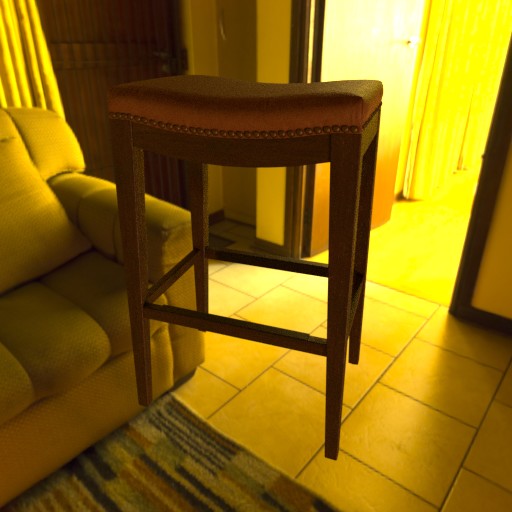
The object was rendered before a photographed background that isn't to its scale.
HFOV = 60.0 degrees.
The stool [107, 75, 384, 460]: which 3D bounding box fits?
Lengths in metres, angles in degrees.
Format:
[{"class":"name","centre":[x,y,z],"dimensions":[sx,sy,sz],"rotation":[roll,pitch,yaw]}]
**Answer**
[{"class":"stool","centre":[0.000,0.000,1.030],"dimensions":[0.500,0.759,0.361],"rotation":[9,27,17]}]
